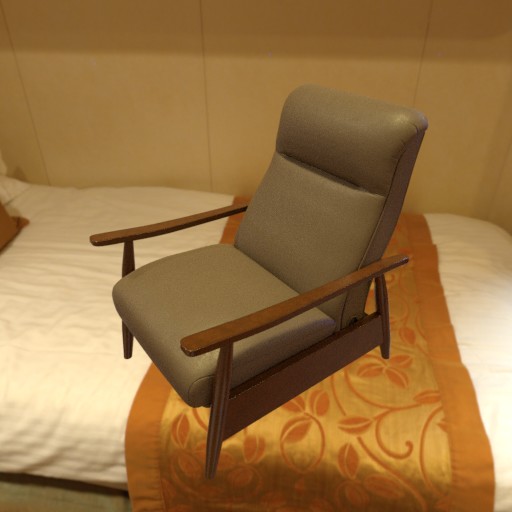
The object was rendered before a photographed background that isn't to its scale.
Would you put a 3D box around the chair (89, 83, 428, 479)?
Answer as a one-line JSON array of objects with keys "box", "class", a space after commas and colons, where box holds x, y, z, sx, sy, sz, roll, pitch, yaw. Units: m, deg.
[{"box": [0.000, 0.000, 1.713, 1.014, 1.082, 0.762, -22, 39, -30], "class": "chair"}]
